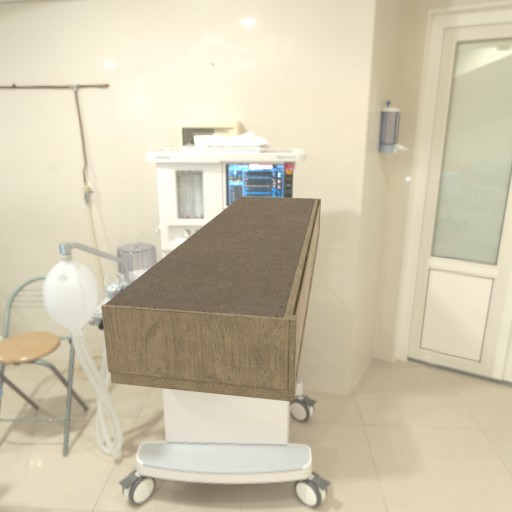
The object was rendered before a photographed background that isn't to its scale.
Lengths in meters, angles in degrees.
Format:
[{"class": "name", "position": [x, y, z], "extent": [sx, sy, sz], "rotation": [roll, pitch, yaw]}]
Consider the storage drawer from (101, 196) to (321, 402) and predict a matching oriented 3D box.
[{"class": "storage drawer", "position": [0.000, 0.000, 2.308], "extent": [0.591, 0.274, 2.072], "rotation": [3, 17, 9]}]
